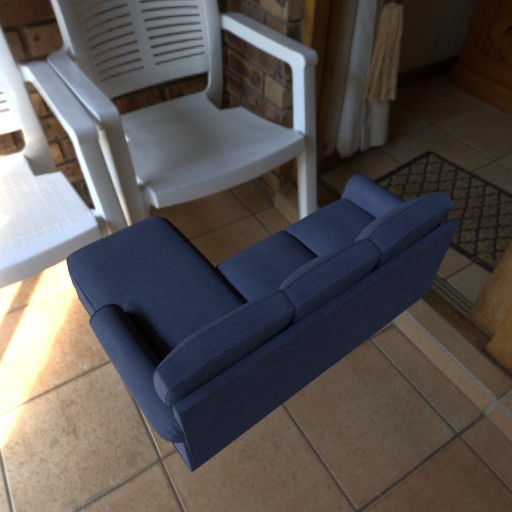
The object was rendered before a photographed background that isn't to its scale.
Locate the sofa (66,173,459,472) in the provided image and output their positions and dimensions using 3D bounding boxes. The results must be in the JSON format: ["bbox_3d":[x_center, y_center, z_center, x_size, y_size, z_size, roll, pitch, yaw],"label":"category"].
[{"bbox_3d":[0.000,0.000,3.413,2.567,1.063,1.780,-29,53,-25],"label":"sofa"}]
